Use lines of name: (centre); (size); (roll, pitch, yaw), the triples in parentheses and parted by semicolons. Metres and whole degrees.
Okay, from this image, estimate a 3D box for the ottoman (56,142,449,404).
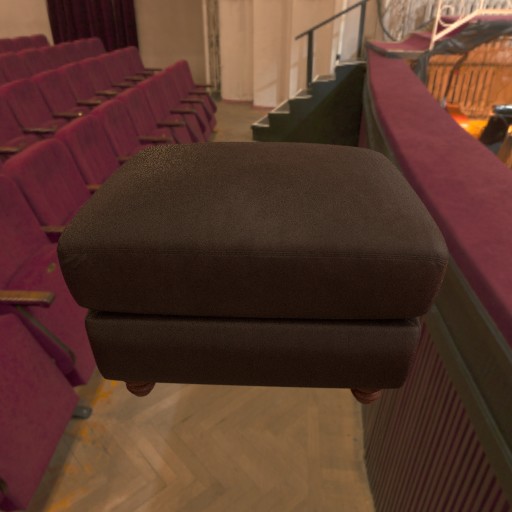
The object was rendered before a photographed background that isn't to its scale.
ottoman: (0.000, 0.000, 1.240); (0.806, 0.569, 0.670); (1, 29, 2)
